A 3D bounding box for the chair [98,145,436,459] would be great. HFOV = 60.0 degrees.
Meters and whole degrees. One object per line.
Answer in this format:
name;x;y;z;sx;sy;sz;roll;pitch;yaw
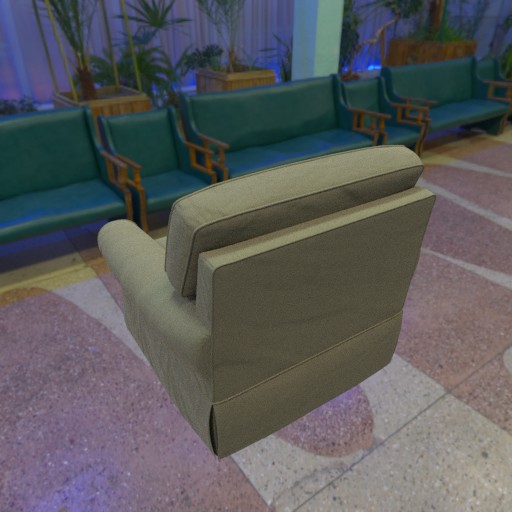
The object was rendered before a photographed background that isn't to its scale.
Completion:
chair;0.000;0.000;1.916;1.135;1.017;0.988;-19;35;-28
